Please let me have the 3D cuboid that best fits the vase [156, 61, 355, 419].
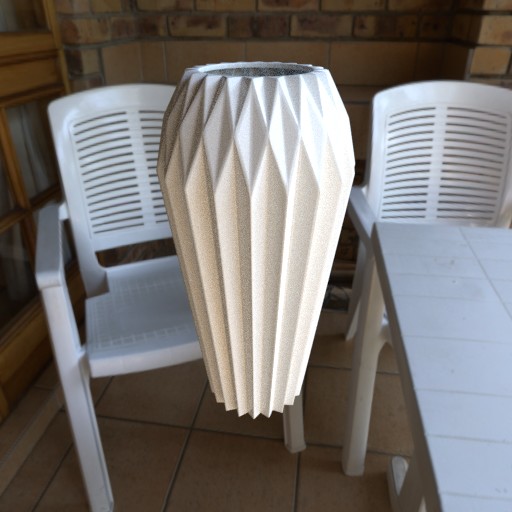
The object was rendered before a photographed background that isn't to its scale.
[{"bbox_3d":[0.000,0.000,0.336,0.133,0.263,0.133,0,29,0],"label":"vase"}]
